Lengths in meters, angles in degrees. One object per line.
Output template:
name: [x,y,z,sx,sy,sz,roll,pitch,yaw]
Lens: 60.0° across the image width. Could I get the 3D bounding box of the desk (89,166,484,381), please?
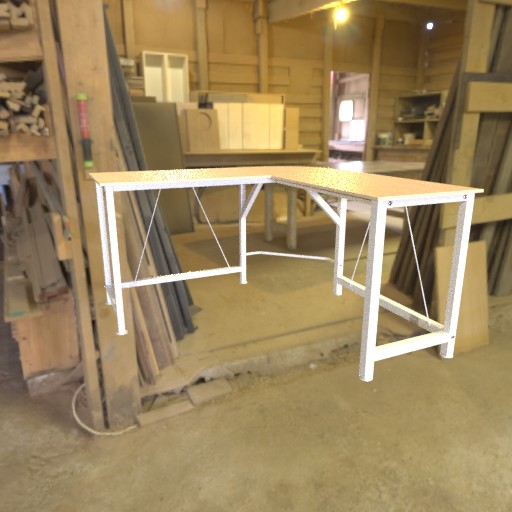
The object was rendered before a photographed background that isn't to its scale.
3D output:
desk: [0.000,0.000,2.240,1.400,0.762,1.400,-7,18,-24]
